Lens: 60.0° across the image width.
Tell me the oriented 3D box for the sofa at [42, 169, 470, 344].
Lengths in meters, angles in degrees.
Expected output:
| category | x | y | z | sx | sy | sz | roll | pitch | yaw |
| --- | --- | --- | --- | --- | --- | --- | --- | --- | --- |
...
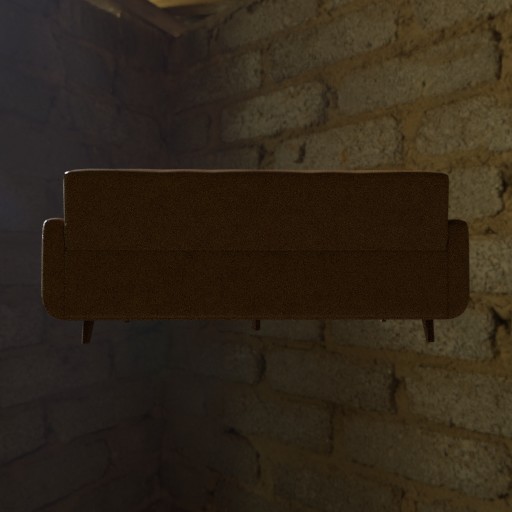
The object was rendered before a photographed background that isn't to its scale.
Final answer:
| category | x | y | z | sx | sy | sz | roll | pitch | yaw |
| --- | --- | --- | --- | --- | --- | --- | --- | --- | --- |
| sofa | 0.000 | 0.000 | 2.640 | 2.137 | 0.892 | 0.980 | 0 | -1 | -1 |
